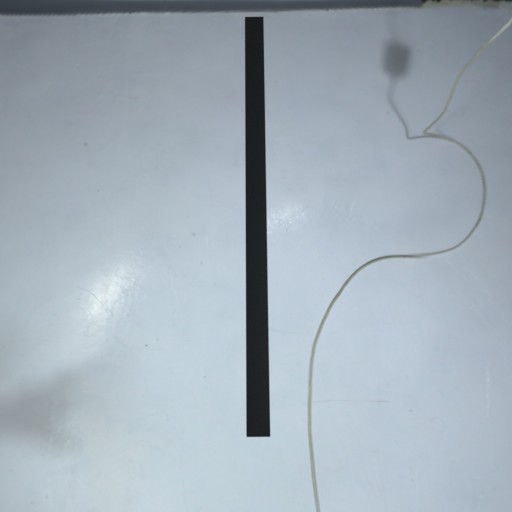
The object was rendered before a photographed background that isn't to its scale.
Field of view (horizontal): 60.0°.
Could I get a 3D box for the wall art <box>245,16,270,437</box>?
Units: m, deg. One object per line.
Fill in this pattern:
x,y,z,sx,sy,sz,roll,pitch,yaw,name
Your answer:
0.000,0.000,1.124,0.036,0.755,0.756,-1,75,0,wall art
